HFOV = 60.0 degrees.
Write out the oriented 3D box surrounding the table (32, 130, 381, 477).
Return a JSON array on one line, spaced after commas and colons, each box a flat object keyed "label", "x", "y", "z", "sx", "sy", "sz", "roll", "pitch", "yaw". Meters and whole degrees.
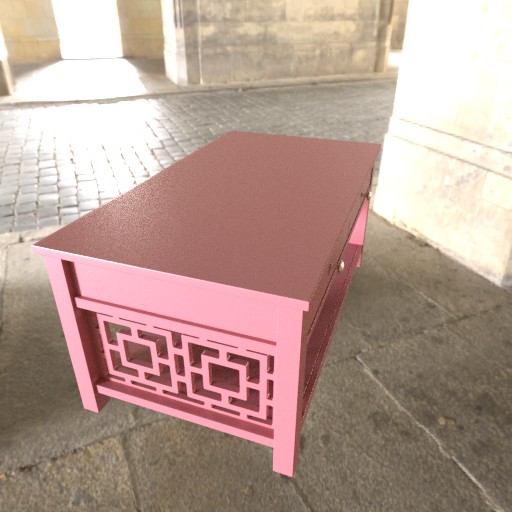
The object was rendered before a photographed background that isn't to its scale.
[{"label": "table", "x": 0.000, "y": 0.000, "z": 1.396, "sx": 0.612, "sy": 0.493, "sz": 1.068, "roll": 10, "pitch": 31, "yaw": 18}]
